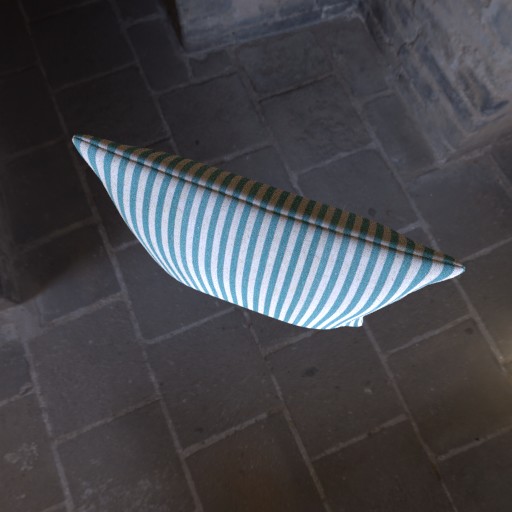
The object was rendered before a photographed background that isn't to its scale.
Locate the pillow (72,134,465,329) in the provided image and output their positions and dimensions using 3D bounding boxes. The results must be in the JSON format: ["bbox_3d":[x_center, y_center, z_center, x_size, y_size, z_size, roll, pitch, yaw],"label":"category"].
[{"bbox_3d":[0.000,0.000,0.789,0.523,0.510,0.166,19,76,5],"label":"pillow"}]
